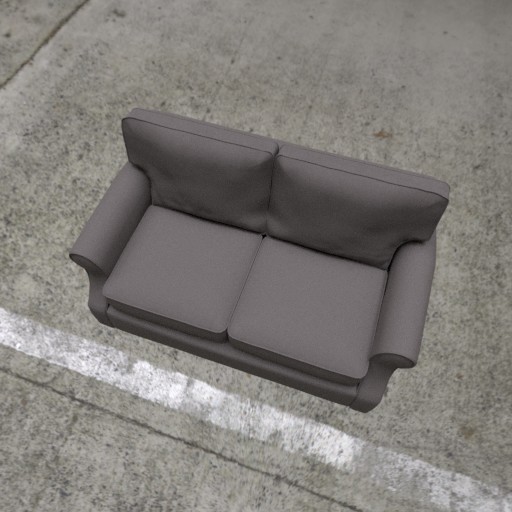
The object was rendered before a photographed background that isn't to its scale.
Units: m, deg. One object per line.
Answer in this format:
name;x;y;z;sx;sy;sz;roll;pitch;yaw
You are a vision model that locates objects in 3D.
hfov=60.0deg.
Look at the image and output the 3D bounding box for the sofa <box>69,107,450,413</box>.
sofa;0.000;0.000;2.226;1.665;0.937;0.964;16;60;10
